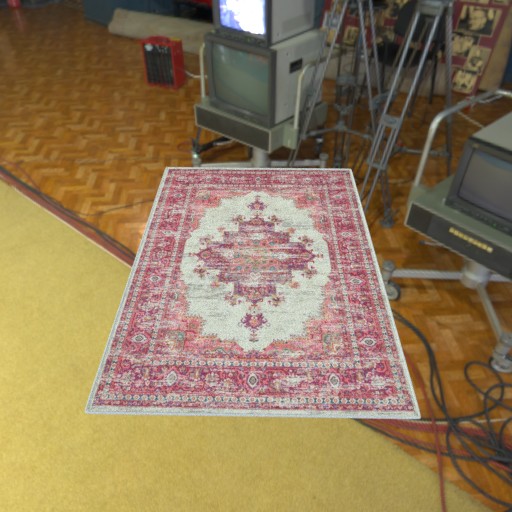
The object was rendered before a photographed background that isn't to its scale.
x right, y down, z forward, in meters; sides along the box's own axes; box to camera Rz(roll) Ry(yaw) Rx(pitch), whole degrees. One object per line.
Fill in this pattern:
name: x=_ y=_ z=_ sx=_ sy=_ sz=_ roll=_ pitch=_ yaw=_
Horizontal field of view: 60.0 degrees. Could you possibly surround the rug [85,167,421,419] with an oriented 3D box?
rug: x=0.000 y=0.000 z=2.874 sx=1.555 sy=0.011 sz=2.232 roll=1 pitch=41 yaw=1
